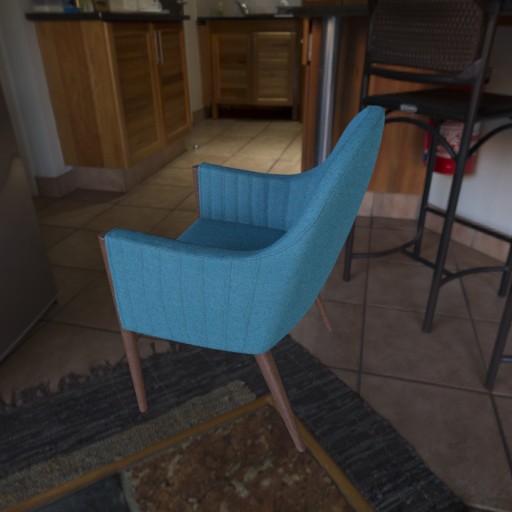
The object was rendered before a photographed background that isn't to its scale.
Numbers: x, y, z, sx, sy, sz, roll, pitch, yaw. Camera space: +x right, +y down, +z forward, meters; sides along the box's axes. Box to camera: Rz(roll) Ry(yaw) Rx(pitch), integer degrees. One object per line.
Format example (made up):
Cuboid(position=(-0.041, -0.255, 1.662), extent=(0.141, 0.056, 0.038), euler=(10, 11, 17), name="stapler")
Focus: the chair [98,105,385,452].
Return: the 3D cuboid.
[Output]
Cuboid(position=(0.000, 0.000, 1.364), extent=(0.652, 0.907, 0.656), euler=(8, 30, 14), name="chair")
